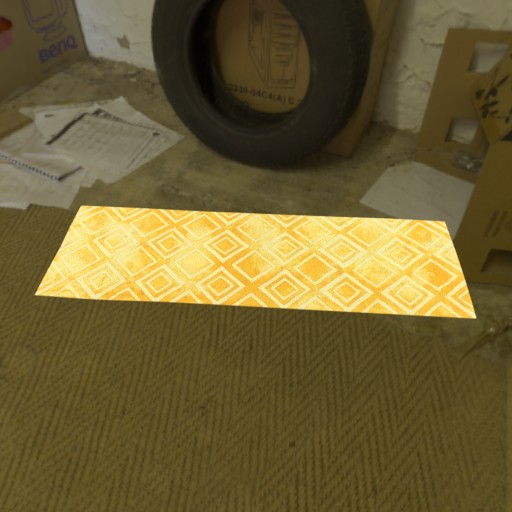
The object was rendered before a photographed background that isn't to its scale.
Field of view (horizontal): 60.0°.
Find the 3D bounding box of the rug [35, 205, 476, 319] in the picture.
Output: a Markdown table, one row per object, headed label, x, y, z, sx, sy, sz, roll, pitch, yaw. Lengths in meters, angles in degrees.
| label | x | y | z | sx | sy | sz | roll | pitch | yaw |
| --- | --- | --- | --- | --- | --- | --- | --- | --- | --- |
| rug | 0.000 | 0.000 | 2.693 | 2.438 | 0.010 | 0.775 | 3 | 47 | 3 |
